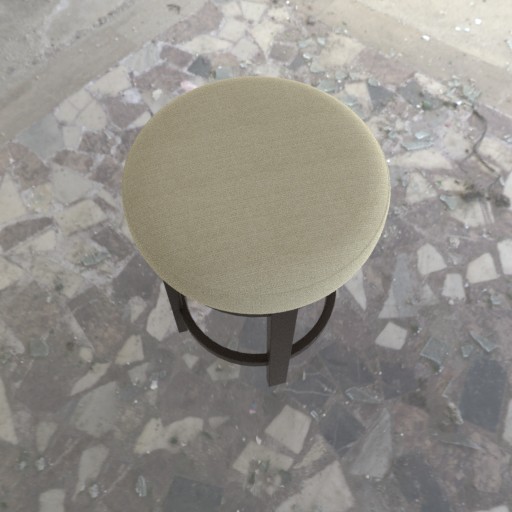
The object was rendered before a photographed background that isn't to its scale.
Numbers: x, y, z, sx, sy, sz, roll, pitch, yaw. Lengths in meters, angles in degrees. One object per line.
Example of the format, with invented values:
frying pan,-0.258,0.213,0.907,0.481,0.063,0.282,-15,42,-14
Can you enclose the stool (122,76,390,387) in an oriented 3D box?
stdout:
stool,0.000,0.000,0.965,0.449,0.655,0.449,0,64,0
